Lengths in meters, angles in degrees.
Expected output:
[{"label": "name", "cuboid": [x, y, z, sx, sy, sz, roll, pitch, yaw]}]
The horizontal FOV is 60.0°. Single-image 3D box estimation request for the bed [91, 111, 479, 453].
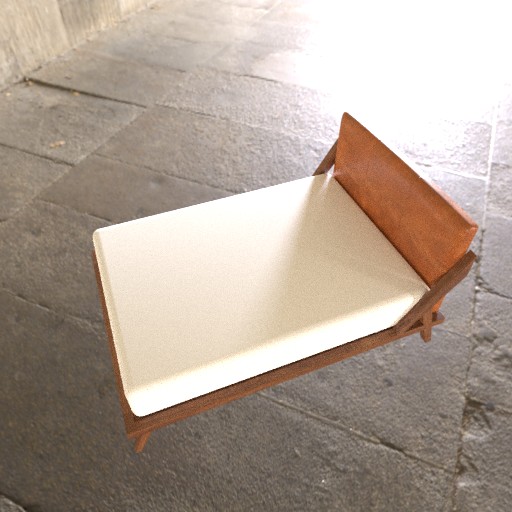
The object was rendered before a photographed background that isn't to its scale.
[{"label": "bed", "cuboid": [0.000, 0.000, 3.250, 2.311, 1.168, 1.651, -16, 48, -15]}]
